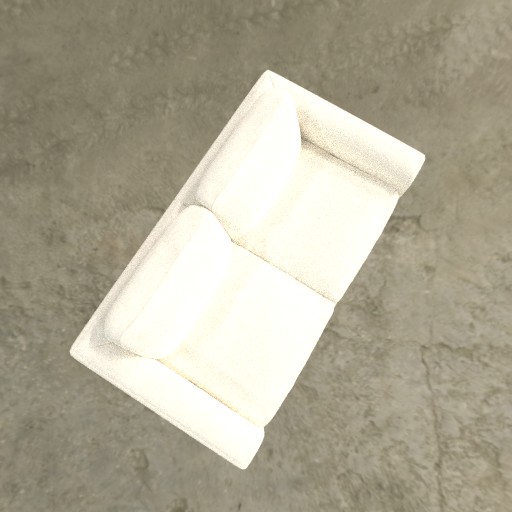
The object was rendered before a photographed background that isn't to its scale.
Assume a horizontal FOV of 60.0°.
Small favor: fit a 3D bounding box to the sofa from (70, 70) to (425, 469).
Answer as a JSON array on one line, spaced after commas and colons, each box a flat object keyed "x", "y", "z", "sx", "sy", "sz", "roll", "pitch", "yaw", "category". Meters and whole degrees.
[{"x": 0.000, "y": 0.000, "z": 2.463, "sx": 1.069, "sy": 0.801, "sz": 1.920, "roll": 31, "pitch": 79, "yaw": 7, "category": "sofa"}]
